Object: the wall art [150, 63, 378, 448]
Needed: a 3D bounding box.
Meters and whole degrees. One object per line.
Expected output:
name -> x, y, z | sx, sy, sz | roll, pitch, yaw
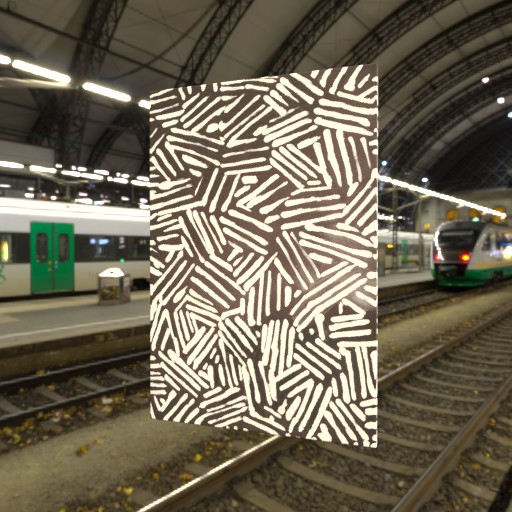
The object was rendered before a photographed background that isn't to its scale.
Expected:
wall art -> 0.000, 0.000, 1.164 | 0.615, 0.918, 0.035 | 0, 1, 18
